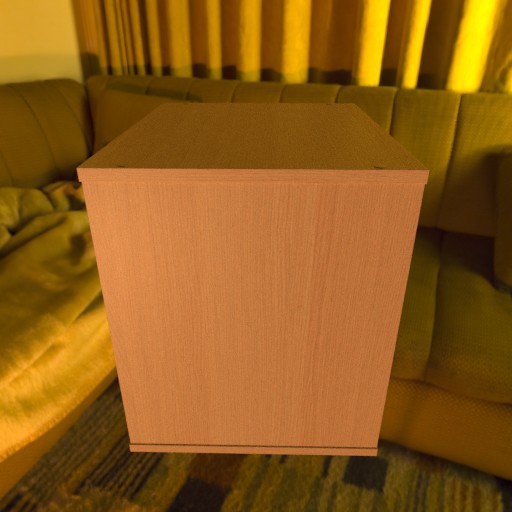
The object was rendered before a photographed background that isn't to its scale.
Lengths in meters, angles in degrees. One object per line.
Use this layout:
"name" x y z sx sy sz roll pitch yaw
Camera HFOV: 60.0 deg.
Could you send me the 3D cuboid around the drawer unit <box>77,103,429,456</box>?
"drawer unit" 0.000 0.000 0.598 0.290 0.344 0.349 1 27 1
